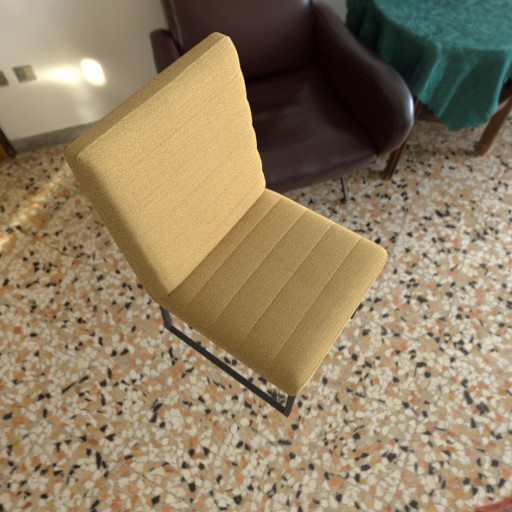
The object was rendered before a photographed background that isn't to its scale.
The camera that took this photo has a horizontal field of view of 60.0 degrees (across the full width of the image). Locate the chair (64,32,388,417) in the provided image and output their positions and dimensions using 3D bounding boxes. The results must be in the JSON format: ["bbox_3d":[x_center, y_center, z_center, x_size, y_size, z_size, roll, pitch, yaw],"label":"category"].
[{"bbox_3d":[0.000,0.000,1.294,0.634,0.930,0.520,32,64,18],"label":"chair"}]
